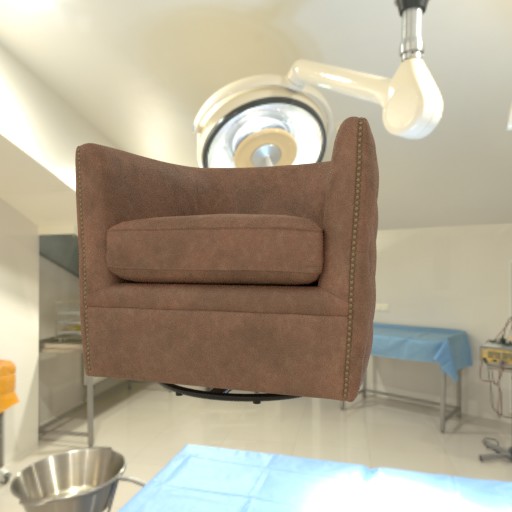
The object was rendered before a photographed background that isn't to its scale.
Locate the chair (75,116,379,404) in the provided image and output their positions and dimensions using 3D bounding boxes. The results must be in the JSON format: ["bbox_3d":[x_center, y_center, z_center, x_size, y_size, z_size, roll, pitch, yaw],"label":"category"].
[{"bbox_3d":[0.000,0.000,1.546,0.850,0.790,0.870,0,-1,18],"label":"chair"}]
